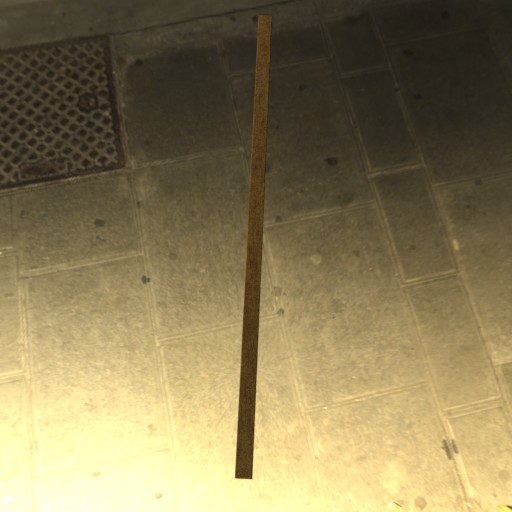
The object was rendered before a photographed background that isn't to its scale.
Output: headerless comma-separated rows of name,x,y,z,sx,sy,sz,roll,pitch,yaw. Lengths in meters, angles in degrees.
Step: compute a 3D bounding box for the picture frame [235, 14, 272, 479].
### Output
picture frame,0.000,0.000,1.147,0.029,0.621,0.922,2,76,1
